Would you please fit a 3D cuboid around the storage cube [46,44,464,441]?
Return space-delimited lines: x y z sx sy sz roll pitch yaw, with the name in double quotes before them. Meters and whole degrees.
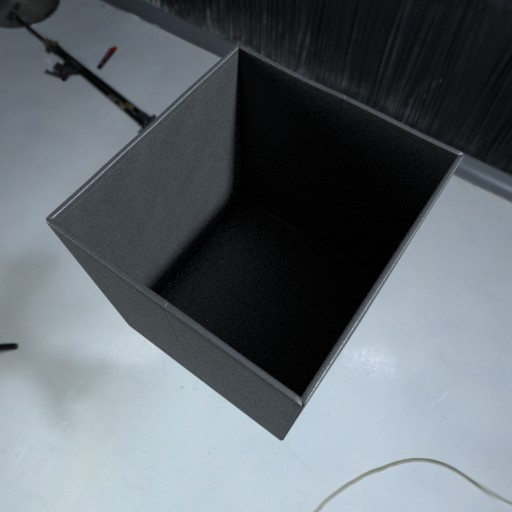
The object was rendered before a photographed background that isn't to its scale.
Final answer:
"storage cube" 0.000 0.000 0.502 0.270 0.280 0.270 33 67 15
